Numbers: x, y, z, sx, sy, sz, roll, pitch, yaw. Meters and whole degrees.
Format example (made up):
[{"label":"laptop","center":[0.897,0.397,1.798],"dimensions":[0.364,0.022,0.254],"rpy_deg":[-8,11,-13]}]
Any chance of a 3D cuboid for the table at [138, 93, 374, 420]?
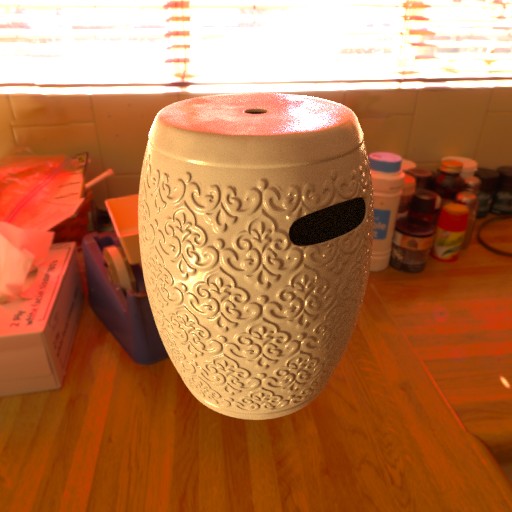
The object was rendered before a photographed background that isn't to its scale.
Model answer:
[{"label":"table","center":[0.000,0.000,0.619],"dimensions":[0.309,0.397,0.309],"rpy_deg":[0,30,0]}]
